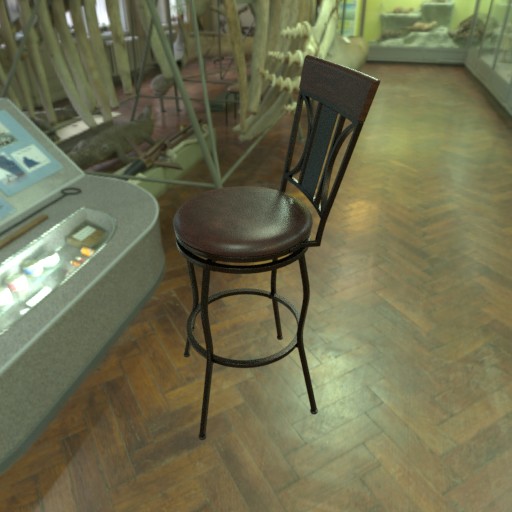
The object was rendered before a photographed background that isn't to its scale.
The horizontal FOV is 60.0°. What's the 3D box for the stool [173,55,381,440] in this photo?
[{"bbox_3d":[0.000,0.000,1.437,0.513,1.130,0.448,-8,32,-13],"label":"stool"}]
